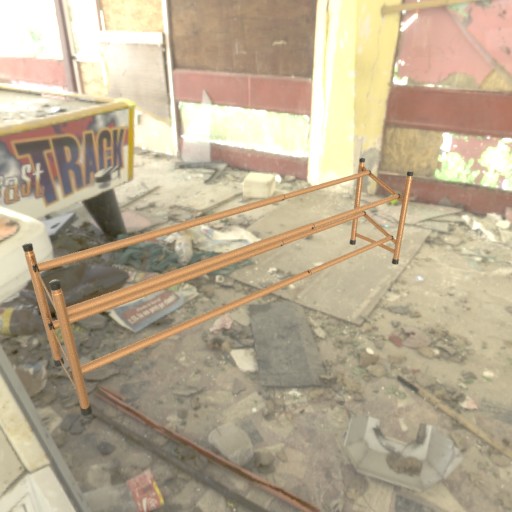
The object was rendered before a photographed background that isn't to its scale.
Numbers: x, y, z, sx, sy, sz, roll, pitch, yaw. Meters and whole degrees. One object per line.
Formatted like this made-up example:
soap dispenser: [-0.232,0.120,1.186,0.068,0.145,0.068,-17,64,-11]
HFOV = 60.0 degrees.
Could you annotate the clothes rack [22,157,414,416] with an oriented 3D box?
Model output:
clothes rack: [0.000,0.000,1.317,1.168,0.349,0.229,-20,34,-33]
